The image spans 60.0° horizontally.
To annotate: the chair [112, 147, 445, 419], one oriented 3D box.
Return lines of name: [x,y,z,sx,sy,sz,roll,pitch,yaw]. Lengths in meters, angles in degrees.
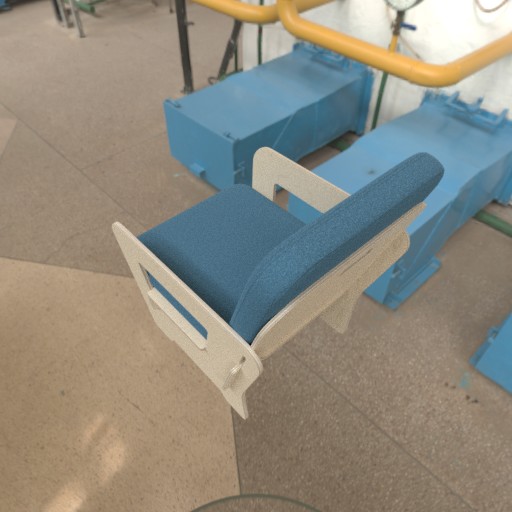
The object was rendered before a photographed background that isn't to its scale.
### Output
chair: [0.000,0.000,1.191,0.547,0.747,0.657,-33,55,-28]
